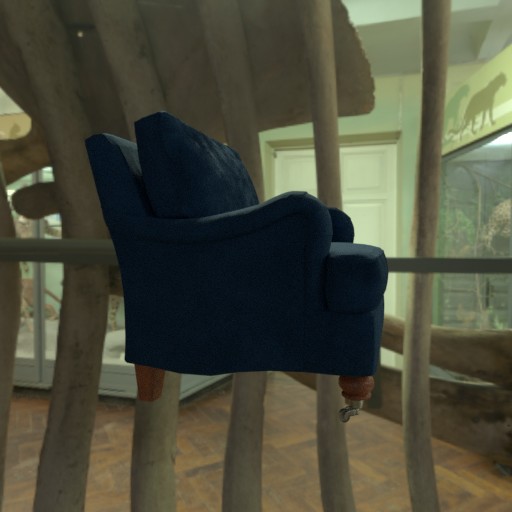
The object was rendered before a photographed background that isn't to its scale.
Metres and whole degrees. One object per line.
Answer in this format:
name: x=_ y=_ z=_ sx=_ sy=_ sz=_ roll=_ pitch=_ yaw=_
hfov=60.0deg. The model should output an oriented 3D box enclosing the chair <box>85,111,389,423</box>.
chair: x=0.000 y=0.000 z=1.884 sx=1.078 sy=1.076 sz=0.895 roll=1 pitch=2 yaw=17
